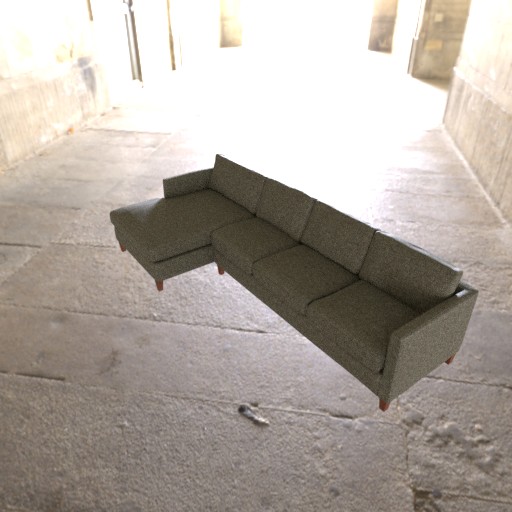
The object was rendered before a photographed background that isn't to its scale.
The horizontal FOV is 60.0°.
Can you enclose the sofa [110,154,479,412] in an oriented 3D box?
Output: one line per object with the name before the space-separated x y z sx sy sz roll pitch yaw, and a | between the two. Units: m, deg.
sofa | 0.000 0.000 4.207 1.635 0.960 3.485 -21 37 -30
